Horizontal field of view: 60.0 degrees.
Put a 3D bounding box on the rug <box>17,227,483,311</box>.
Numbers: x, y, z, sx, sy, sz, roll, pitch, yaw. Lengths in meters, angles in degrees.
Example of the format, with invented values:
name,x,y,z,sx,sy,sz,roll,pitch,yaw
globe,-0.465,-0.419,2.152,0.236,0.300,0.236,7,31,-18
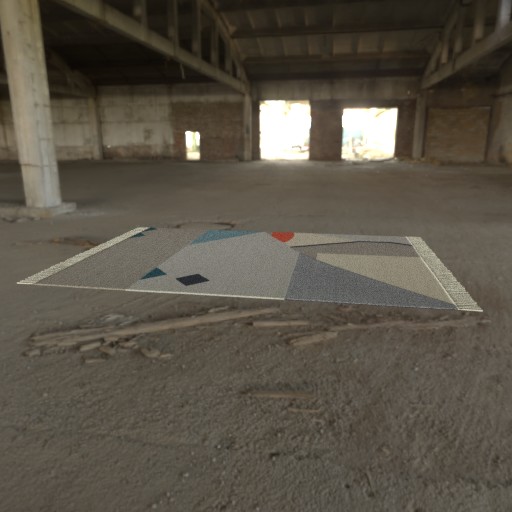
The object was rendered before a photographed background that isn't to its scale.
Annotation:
name,x,y,z,sx,sy,sz,roll,pitch,yaw
rug,0.000,0.000,2.275,1.828,0.005,1.220,3,15,9
